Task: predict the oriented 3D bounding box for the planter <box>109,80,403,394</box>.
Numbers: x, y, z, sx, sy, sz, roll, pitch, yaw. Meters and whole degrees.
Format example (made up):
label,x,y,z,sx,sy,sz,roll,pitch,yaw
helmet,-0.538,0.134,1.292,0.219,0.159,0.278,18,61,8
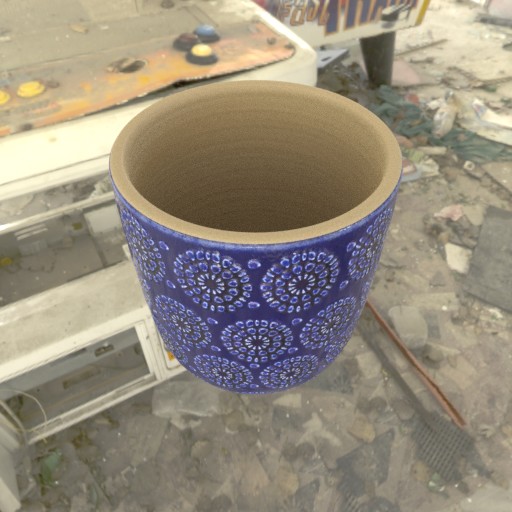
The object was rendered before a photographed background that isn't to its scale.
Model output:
label,x,y,z,sx,sy,sz,roll,pitch,yaw
planter,0.000,0.000,0.352,0.184,0.206,0.184,0,46,0
